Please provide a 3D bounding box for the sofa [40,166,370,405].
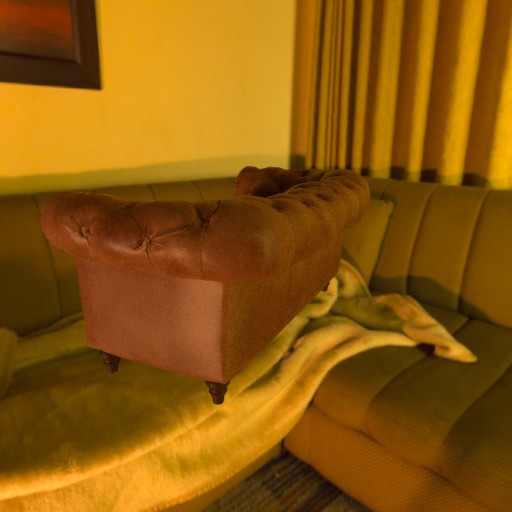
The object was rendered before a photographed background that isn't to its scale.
[{"bbox_3d":[0.000,0.000,2.490,1.042,0.877,1.979,7,17,24],"label":"sofa"}]
